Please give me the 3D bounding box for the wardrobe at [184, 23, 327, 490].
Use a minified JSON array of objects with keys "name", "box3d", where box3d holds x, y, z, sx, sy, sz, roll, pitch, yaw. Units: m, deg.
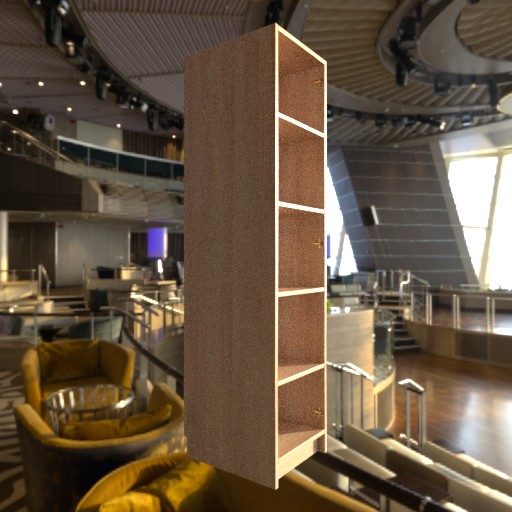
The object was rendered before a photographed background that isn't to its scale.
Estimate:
[{"name":"wardrobe","box3d":[0.000,0.000,2.381,0.588,2.117,0.496,0,0,37]}]
